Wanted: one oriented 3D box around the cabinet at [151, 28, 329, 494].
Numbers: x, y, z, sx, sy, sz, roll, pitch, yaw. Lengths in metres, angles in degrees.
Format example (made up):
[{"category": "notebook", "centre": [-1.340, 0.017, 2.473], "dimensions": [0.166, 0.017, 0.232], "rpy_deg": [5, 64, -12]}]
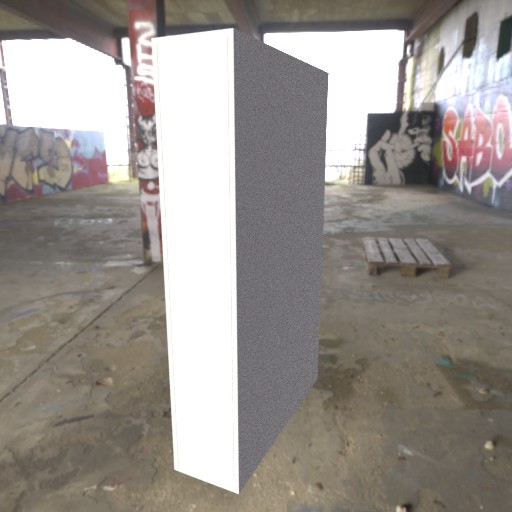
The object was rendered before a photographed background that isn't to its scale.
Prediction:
[{"category": "cabinet", "centre": [0.000, 0.000, 1.554], "dimensions": [0.250, 1.280, 0.750], "rpy_deg": [7, 16, 25]}]
